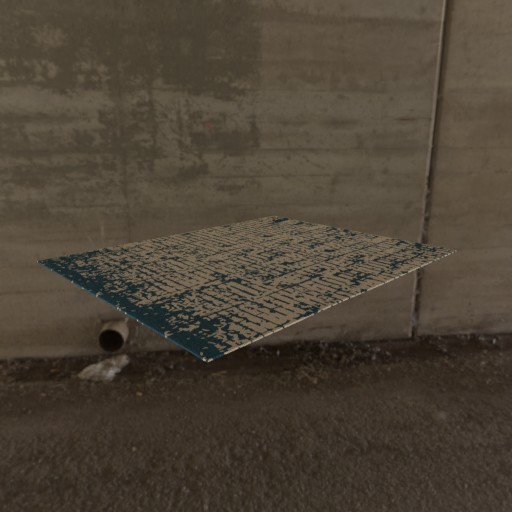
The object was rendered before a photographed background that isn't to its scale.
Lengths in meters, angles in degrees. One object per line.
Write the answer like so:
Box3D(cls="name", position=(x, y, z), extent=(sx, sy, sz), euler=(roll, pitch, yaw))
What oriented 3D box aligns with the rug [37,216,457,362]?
Box3D(cls="rug", position=(0.000, 0.000, 4.063), extent=(3.017, 0.014, 2.416), euler=(-15, 22, -42))
